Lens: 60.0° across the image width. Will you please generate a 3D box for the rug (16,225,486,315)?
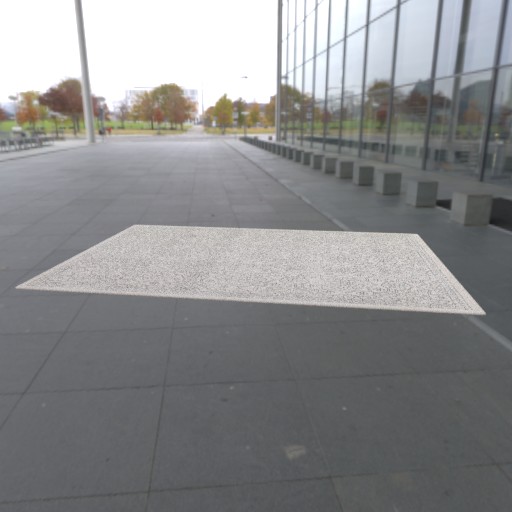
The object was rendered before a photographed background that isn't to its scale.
[{"bbox_3d":[0.000,0.000,2.840,2.286,0.011,1.524,2,17,8],"label":"rug"}]
